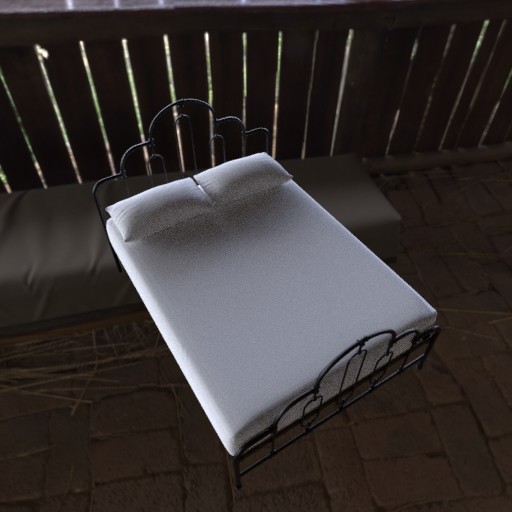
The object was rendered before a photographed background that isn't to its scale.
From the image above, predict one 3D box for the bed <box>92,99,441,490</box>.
[{"bbox_3d":[0.000,0.000,3.187,1.626,1.444,2.181,-24,51,-21],"label":"bed"}]
